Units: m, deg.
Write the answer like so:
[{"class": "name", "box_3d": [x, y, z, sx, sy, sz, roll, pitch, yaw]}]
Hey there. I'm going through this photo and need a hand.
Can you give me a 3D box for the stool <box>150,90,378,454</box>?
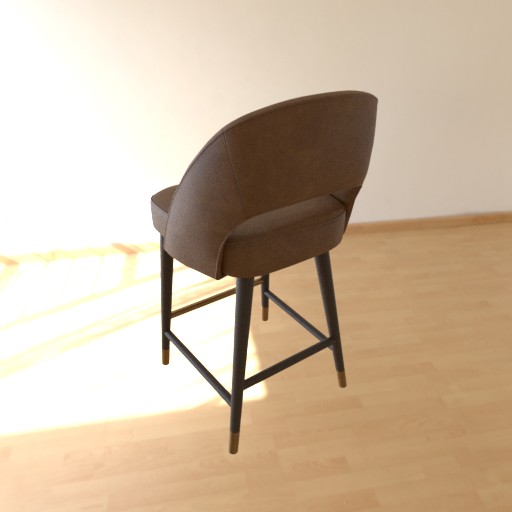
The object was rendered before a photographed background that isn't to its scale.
[{"class": "stool", "box_3d": [0.000, 0.000, 1.250, 0.494, 0.940, 0.509, -19, 35, -30]}]
